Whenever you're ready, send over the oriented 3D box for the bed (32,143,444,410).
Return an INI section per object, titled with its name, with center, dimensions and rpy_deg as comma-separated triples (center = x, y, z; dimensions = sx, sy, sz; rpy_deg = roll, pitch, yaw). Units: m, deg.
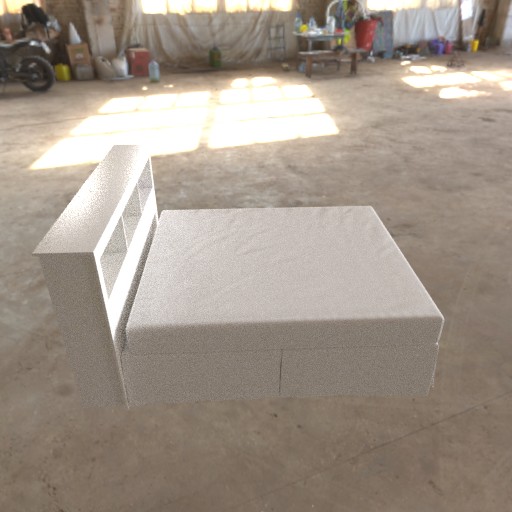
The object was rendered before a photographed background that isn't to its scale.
[bed]
center = 0.000, 0.000, 3.060
dimensions = 2.133, 1.092, 1.671
rpy_deg = -1, 31, -2
